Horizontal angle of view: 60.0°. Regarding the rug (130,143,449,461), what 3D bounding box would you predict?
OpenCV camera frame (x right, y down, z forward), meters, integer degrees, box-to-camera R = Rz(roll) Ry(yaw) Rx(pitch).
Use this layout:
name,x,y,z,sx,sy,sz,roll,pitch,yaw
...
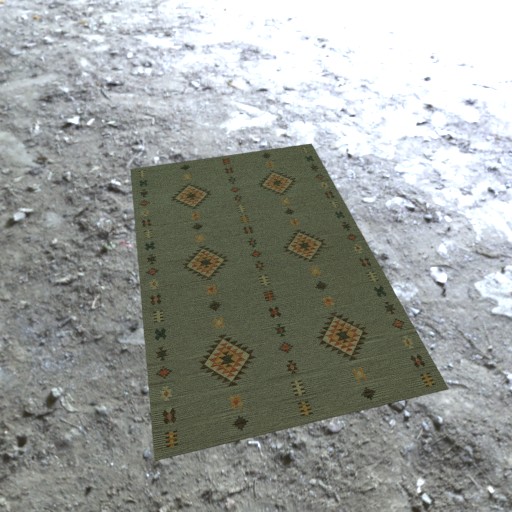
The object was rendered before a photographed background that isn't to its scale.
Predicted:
name,x,y,z,sx,sy,sz,roll,pitch,yaw
rug,0.000,0.000,2.338,1.217,0.005,1.818,-10,49,-9
